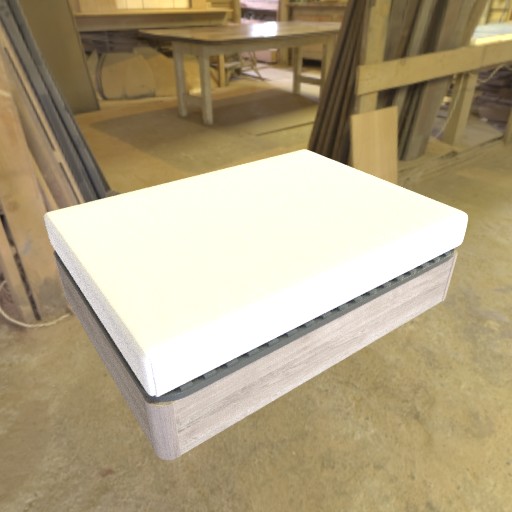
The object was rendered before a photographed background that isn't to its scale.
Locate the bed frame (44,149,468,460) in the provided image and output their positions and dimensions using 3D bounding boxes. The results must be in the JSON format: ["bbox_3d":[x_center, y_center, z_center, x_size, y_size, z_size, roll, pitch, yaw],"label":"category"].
[{"bbox_3d":[0.000,0.000,2.548,1.900,0.561,1.400,-21,37,-30],"label":"bed frame"}]
